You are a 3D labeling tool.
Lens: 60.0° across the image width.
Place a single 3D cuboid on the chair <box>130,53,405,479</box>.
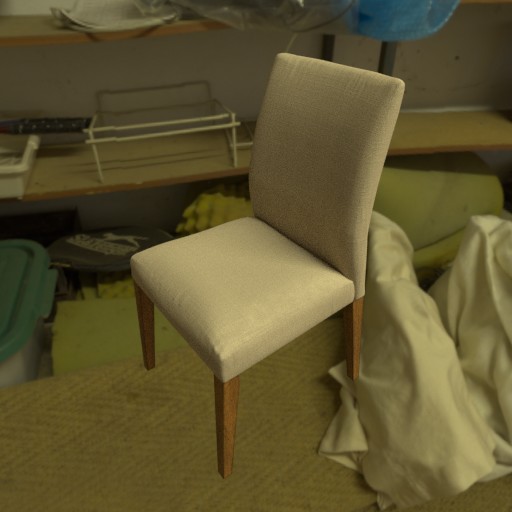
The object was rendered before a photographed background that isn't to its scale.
[{"bbox_3d":[0.000,0.000,1.233,0.585,0.940,0.496,-23,40,-30],"label":"chair"}]
